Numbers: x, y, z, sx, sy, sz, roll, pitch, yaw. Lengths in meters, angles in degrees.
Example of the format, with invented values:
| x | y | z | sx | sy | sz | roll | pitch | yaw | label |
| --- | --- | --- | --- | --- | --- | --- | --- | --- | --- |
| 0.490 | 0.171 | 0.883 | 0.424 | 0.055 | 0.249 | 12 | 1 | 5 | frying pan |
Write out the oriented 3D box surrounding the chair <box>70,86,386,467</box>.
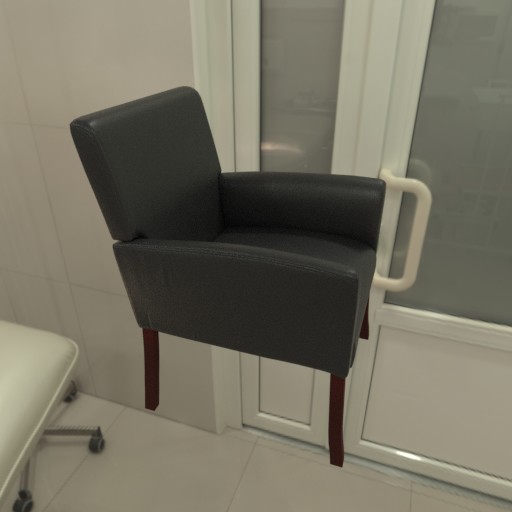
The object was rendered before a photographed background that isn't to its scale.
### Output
| x | y | z | sx | sy | sz | roll | pitch | yaw | label |
| --- | --- | --- | --- | --- | --- | --- | --- | --- | --- |
| 0.000 | 0.000 | 1.462 | 0.772 | 0.951 | 0.683 | 10 | 31 | 17 | chair |
